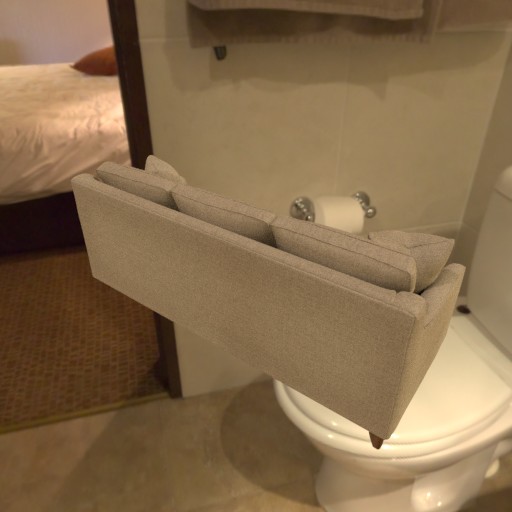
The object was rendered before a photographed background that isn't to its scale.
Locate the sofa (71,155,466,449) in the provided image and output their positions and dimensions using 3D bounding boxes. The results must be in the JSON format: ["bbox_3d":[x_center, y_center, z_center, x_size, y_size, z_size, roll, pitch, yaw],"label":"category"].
[{"bbox_3d":[0.000,0.000,2.479,2.031,0.914,0.865,22,38,31],"label":"sofa"}]
